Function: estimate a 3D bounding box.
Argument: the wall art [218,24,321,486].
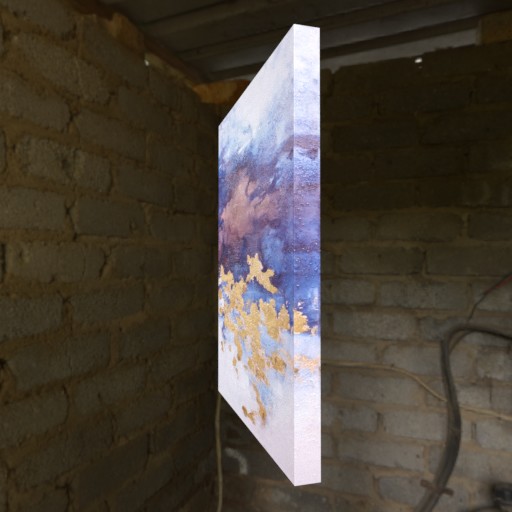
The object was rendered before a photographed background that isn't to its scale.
[{"bbox_3d":[0.000,0.000,0.769,0.036,0.581,0.437,0,-1,-17],"label":"wall art"}]
